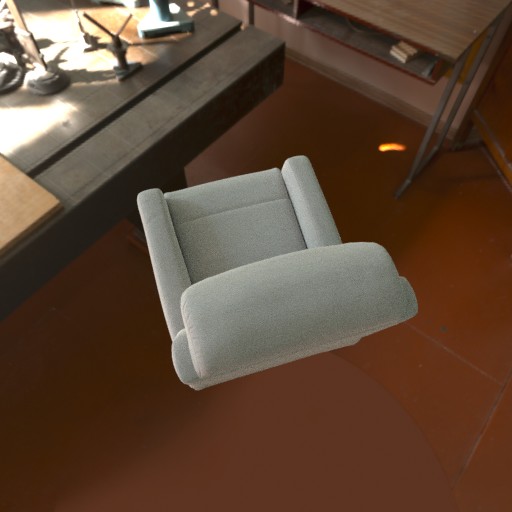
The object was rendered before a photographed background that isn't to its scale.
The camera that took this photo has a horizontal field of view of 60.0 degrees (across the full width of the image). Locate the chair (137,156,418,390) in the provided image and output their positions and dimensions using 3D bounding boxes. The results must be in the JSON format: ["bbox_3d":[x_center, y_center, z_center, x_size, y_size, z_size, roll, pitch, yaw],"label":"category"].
[{"bbox_3d":[0.000,0.000,1.714,0.798,1.013,1.043,-15,59,-9],"label":"chair"}]
